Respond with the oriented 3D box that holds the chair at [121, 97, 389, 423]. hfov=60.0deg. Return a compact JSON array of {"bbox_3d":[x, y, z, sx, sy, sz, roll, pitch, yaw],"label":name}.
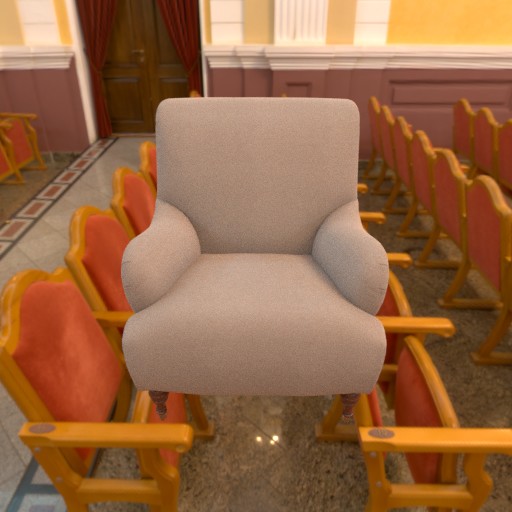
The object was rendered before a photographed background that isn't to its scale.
[{"bbox_3d":[0.000,0.000,1.532,0.766,0.942,0.842,1,29,1],"label":"chair"}]
